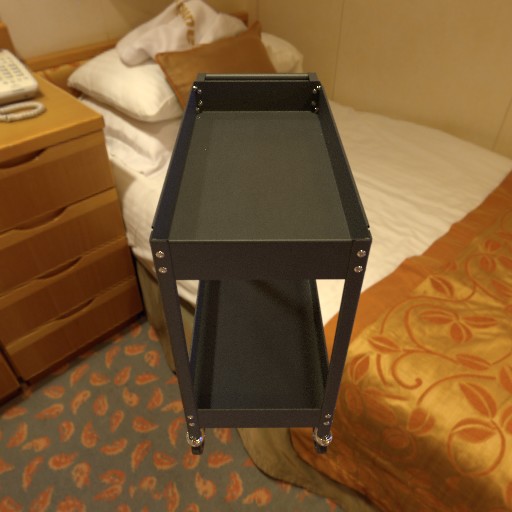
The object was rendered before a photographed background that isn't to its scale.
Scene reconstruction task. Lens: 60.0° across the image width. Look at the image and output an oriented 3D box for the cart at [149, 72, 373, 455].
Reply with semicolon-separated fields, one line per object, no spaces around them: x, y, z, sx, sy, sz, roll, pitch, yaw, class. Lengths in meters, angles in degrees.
0.000;0.000;1.182;0.366;0.719;0.779;0;41;0;cart
